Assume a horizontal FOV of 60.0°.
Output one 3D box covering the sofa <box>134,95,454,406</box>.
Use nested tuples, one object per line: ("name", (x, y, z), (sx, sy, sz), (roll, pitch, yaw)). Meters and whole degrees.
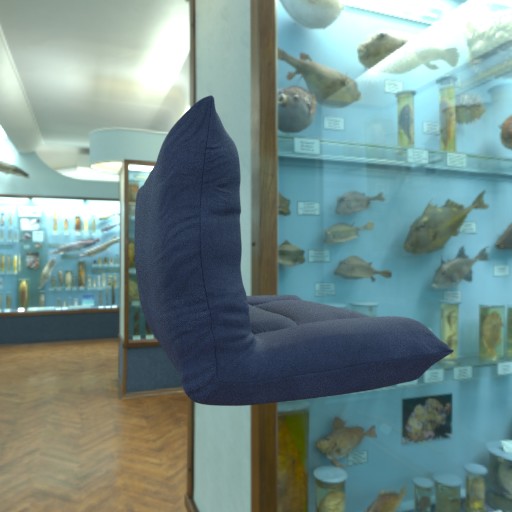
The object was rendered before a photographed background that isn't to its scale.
("sofa", (0.000, 0.000, 1.693), (0.849, 0.778, 1.122), (0, 0, -19))
